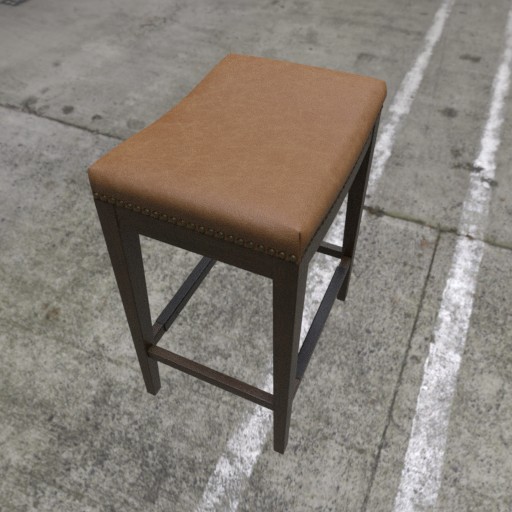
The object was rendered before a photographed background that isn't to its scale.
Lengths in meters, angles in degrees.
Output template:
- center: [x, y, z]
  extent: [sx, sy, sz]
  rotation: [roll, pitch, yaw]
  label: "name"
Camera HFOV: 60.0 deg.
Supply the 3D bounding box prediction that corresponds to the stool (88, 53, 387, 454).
- center: [0.000, 0.000, 0.962]
  extent: [0.361, 0.660, 0.500]
  rotation: [18, 49, 17]
  label: "stool"
